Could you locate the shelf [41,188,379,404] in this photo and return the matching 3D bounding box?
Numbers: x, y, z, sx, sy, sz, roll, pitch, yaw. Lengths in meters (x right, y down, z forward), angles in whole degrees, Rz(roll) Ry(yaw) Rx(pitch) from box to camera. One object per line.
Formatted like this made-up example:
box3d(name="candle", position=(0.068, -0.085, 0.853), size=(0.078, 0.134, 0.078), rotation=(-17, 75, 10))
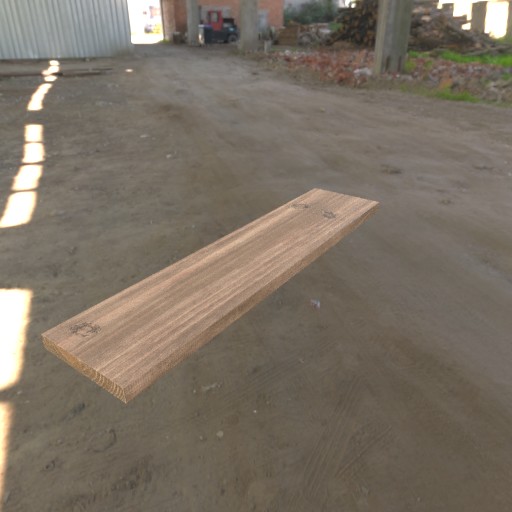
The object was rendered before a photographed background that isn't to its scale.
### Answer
box3d(name="shelf", position=(0.000, 0.000, 0.673), size=(0.140, 0.020, 0.610), rotation=(19, 33, 32))
